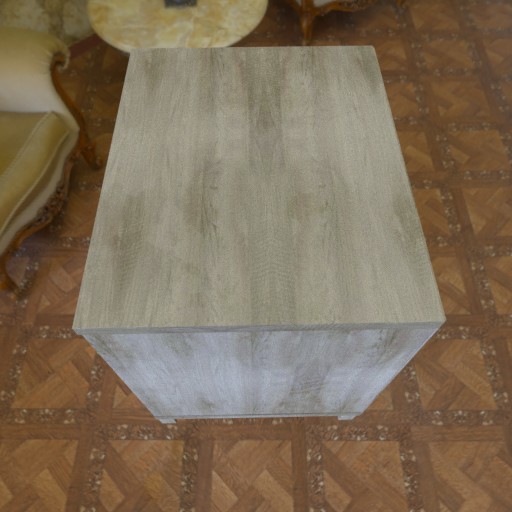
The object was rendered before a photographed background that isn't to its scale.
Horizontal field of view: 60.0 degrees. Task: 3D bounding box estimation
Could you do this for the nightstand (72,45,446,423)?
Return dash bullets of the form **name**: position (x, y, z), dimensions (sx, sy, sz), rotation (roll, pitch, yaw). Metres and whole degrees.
- **nightstand**: position (0.000, 0.000, 0.711), dimensions (0.347, 0.448, 0.427), rotation (-1, 58, -1)
